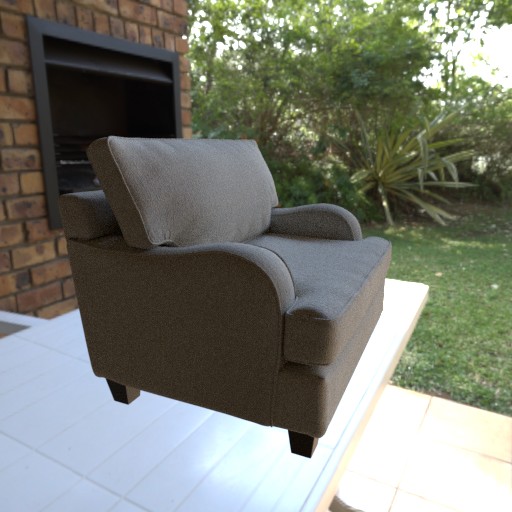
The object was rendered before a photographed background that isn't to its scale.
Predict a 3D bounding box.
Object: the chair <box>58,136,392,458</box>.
[{"bbox_3d":[0.000,0.000,1.968,1.041,1.016,1.220,6,16,24],"label":"chair"}]
